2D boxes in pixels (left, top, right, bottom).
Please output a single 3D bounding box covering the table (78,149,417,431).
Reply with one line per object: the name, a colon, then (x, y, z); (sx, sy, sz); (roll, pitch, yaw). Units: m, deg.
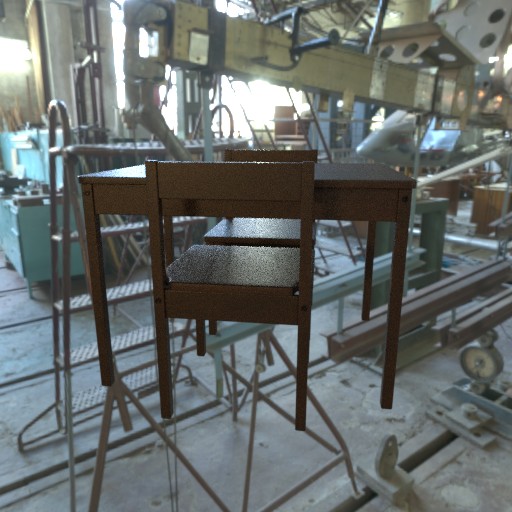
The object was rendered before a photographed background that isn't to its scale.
table: (0.000, 0.000, 1.114); (0.650, 0.503, 0.672); (2, 15, 8)
